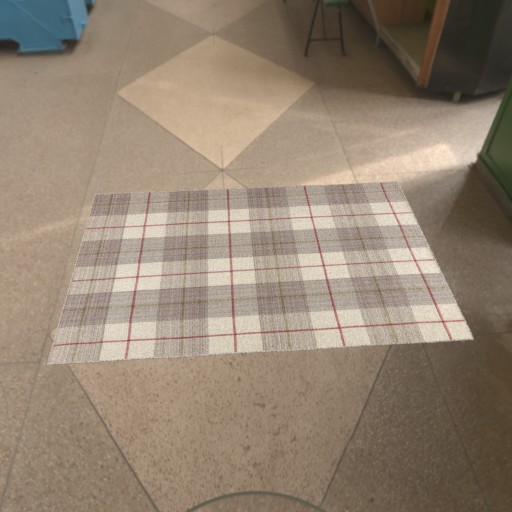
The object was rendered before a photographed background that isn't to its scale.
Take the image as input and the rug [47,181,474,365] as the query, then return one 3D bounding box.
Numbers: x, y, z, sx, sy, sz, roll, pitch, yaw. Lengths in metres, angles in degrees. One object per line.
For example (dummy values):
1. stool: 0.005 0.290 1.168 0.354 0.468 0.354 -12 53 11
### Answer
1. rug: 0.000 0.000 3.070 2.464 0.010 1.549 -3 46 -3
